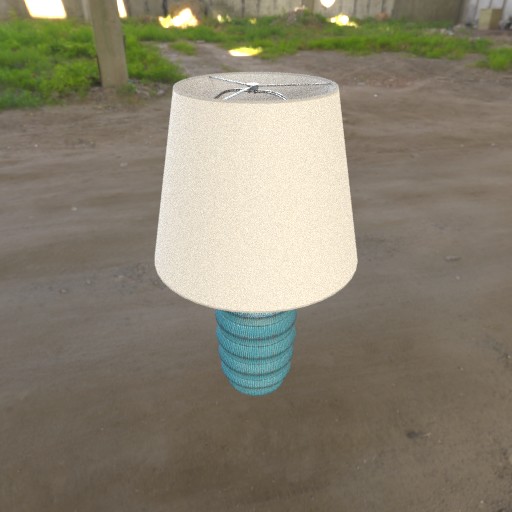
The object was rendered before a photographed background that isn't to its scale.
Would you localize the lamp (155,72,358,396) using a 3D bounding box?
[{"bbox_3d":[0.000,0.000,0.794,0.355,0.582,0.355,0,31,0],"label":"lamp"}]
